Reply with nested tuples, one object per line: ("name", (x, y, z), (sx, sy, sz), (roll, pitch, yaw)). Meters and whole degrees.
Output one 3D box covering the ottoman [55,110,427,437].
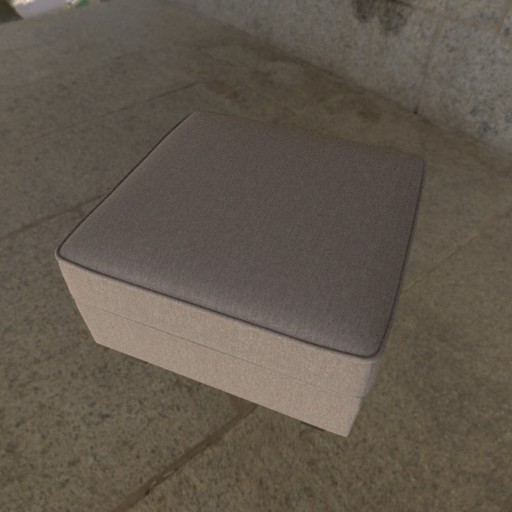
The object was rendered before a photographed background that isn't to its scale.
("ottoman", (0.000, 0.000, 1.404), (0.871, 0.612, 0.808), (16, 49, 15))
